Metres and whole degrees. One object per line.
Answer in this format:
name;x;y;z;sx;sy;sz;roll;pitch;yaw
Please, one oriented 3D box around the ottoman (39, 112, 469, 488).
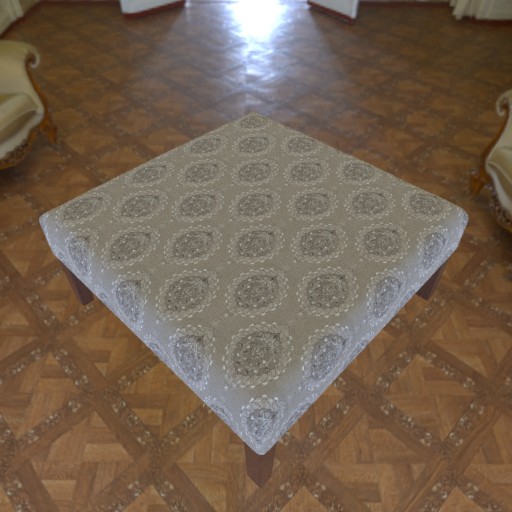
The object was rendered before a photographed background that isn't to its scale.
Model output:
ottoman;0.000;0.000;1.385;0.889;0.411;0.890;34;54;30
